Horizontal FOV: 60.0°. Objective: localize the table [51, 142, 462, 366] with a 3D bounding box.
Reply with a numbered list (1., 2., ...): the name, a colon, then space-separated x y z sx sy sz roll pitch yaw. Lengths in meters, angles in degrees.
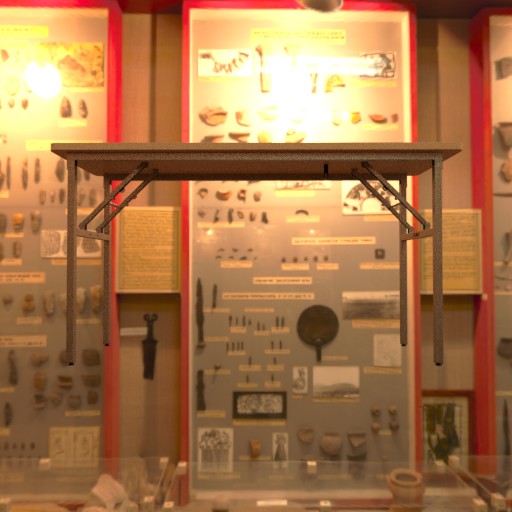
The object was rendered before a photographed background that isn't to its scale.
1. table: 0.000 0.000 1.695 1.397 0.750 0.446 0 -1 0
